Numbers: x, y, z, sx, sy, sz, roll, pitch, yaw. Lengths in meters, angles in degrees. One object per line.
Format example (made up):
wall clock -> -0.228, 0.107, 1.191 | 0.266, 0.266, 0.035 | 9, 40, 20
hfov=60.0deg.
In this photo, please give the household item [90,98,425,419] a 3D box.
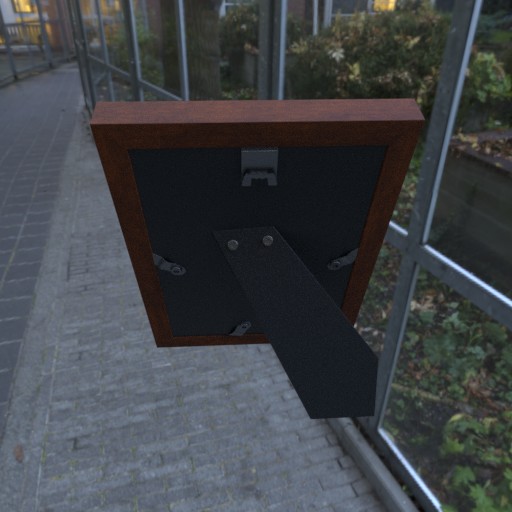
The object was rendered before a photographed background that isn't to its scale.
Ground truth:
household item -> 0.000, 0.000, 0.291 | 0.160, 0.204, 0.096 | -2, 30, -3
